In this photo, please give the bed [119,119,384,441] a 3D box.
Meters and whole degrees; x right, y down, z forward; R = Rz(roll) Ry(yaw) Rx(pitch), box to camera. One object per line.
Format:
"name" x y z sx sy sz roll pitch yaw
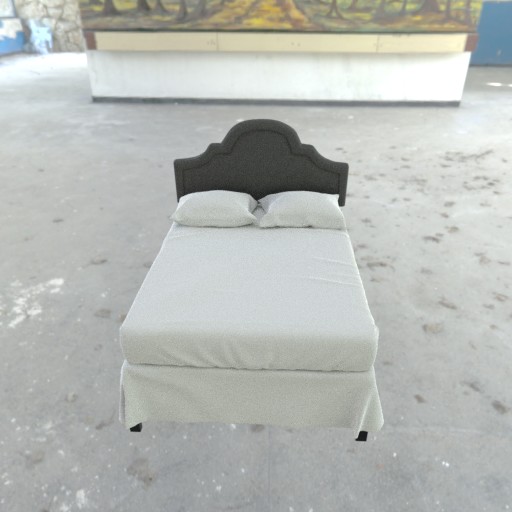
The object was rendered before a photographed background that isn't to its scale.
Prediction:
"bed" 0.000 0.000 3.404 1.780 1.634 2.222 1 30 2
